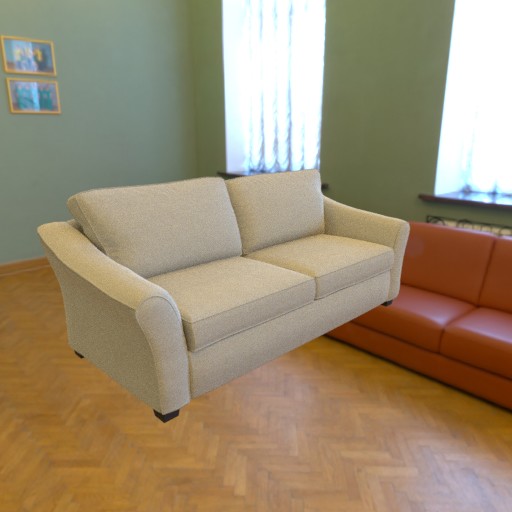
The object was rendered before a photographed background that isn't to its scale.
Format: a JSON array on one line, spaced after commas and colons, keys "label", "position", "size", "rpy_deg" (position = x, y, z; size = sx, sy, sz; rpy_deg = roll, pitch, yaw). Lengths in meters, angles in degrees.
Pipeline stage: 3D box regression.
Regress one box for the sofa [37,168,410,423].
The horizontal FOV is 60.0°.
[{"label": "sofa", "position": [0.000, 0.000, 2.785], "size": [2.270, 0.965, 0.980], "rpy_deg": [-15, 22, -42]}]
